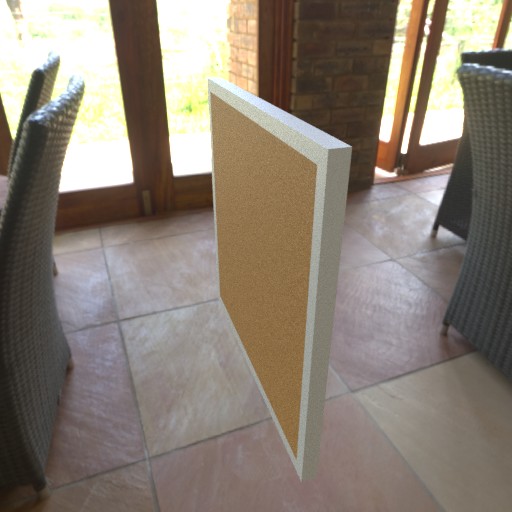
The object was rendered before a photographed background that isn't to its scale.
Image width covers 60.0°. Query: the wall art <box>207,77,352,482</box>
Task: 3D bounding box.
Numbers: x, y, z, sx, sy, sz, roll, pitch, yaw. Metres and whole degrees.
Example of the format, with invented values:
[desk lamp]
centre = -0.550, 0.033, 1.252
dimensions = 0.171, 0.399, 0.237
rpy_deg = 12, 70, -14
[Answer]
[wall art]
centre = 0.000, 0.000, 1.137
dimensions = 0.038, 0.762, 0.762
rpy_deg = -9, 31, -16
